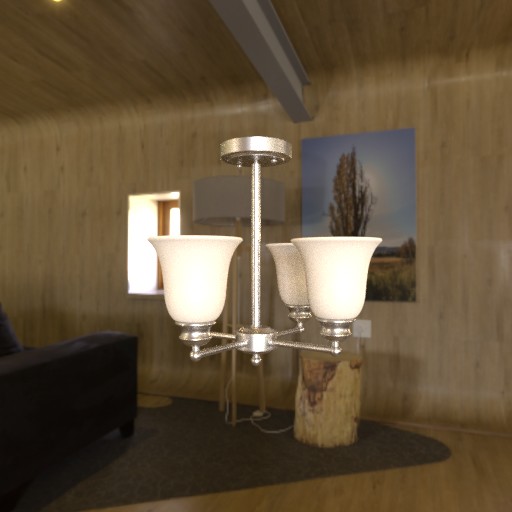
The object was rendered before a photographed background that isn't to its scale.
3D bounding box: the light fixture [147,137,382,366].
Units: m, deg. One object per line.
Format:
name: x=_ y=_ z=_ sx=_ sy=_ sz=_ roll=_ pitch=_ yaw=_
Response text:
light fixture: x=0.000 y=0.000 z=0.748 sx=0.427 sy=0.370 sz=0.427 roll=0 pitch=-1 yaw=36
